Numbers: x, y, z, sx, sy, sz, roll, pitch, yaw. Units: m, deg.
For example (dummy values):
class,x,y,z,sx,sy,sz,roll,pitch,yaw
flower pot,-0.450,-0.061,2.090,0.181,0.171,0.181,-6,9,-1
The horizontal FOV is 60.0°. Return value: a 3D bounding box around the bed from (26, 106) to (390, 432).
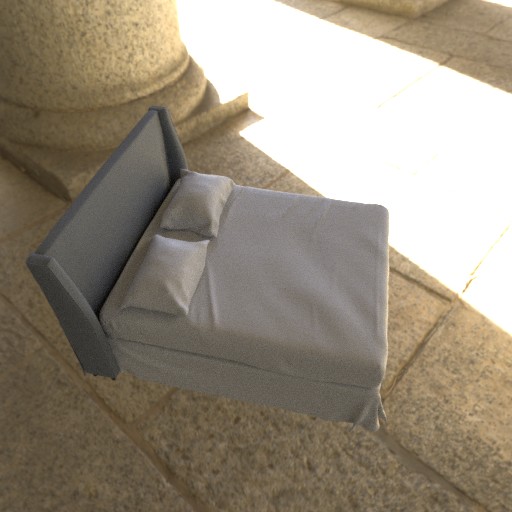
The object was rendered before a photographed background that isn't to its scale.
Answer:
class,x,y,z,sx,sy,sz,roll,pitch,yaw
bed,0.000,0.000,3.425,2.276,1.332,1.925,9,46,9
